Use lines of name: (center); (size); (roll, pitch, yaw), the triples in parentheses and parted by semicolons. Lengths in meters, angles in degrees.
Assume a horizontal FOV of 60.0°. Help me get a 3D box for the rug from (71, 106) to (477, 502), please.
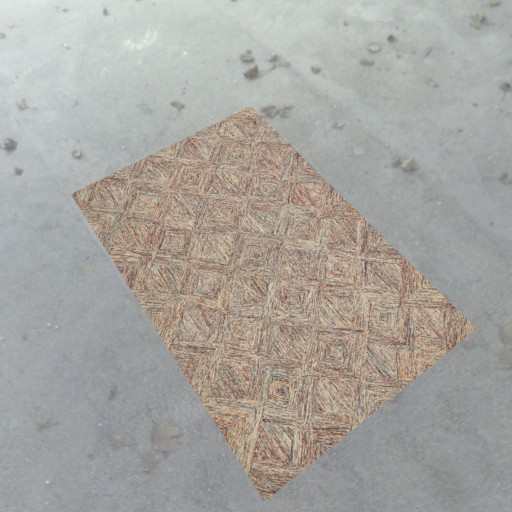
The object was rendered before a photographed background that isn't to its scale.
rug: (0.000, 0.000, 2.823); (1.523, 0.019, 2.285); (-32, 65, -17)
